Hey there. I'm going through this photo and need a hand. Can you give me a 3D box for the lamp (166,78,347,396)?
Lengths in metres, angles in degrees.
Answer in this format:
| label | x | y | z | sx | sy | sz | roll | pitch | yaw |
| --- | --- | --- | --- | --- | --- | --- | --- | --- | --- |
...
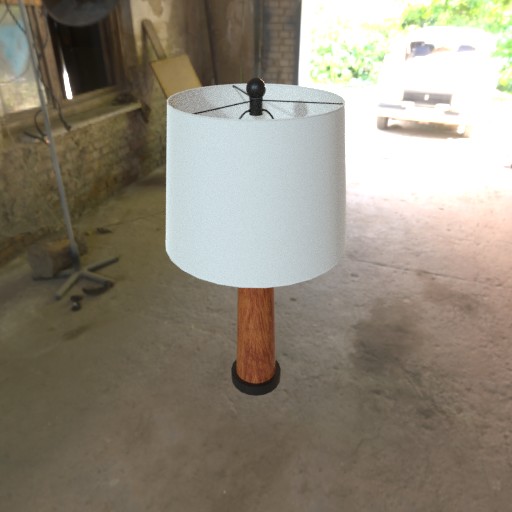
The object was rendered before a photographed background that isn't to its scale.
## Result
| label | x | y | z | sx | sy | sz | roll | pitch | yaw |
| --- | --- | --- | --- | --- | --- | --- | --- | --- | --- |
| lamp | 0.000 | 0.000 | 0.885 | 0.349 | 0.667 | 0.349 | 0 | 30 | 0 |
